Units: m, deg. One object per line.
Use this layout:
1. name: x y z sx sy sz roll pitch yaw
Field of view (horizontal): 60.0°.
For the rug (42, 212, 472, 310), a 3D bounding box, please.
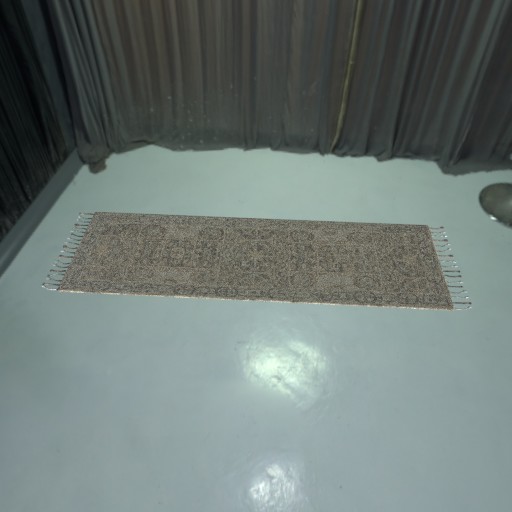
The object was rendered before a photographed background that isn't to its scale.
1. rug: 0.000 0.000 2.976 2.664 0.011 0.762 3 46 2
